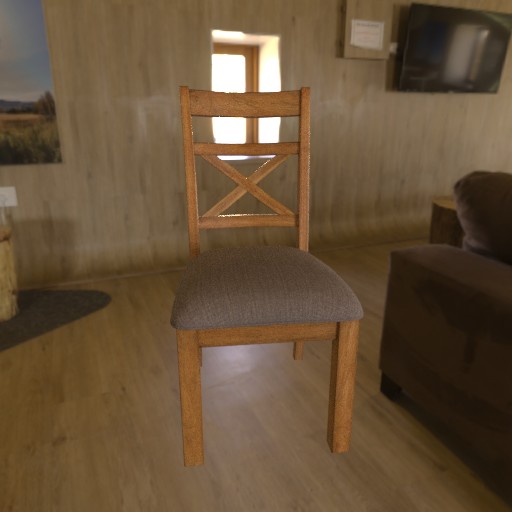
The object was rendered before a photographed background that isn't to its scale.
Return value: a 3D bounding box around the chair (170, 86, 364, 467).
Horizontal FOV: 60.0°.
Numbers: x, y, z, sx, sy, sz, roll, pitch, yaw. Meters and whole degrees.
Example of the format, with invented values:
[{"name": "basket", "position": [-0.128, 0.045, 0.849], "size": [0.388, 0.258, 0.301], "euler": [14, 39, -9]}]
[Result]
[{"name": "chair", "position": [0.000, 0.000, 1.281], "size": [0.470, 0.949, 0.581], "euler": [-2, 17, -7]}]
